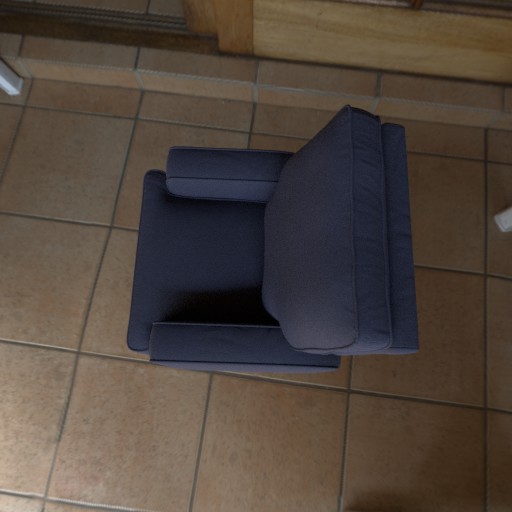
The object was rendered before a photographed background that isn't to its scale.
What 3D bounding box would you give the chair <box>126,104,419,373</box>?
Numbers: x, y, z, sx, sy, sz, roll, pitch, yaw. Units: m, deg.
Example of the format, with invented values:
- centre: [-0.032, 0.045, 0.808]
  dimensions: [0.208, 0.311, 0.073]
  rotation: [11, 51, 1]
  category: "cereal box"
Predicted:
- centre: [0.000, 0.000, 1.715]
  dimensions: [0.964, 0.962, 0.861]
  rotation: [2, 75, 0]
  category: "chair"
